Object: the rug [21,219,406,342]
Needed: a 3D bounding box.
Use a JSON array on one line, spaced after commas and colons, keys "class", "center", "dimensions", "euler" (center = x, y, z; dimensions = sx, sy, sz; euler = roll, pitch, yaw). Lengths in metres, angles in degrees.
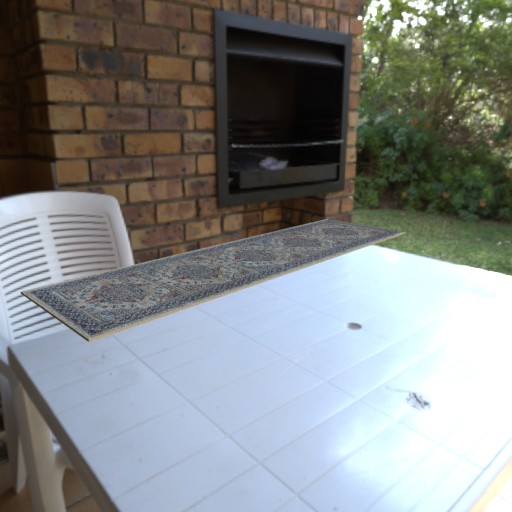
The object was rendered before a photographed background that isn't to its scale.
[{"class": "rug", "center": [0.000, 0.000, 2.521], "dimensions": [0.661, 0.013, 2.297], "euler": [15, 22, 42]}]
